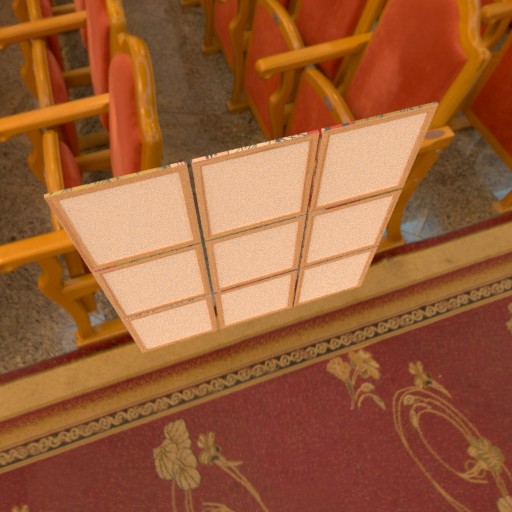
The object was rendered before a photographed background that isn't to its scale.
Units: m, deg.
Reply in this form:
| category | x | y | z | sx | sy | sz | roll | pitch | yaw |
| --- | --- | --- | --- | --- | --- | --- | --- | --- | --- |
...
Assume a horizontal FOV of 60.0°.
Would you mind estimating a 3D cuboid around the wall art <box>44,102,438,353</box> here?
| category | x | y | z | sx | sy | sz | roll | pitch | yaw |
| --- | --- | --- | --- | --- | --- | --- | --- | --- | --- |
| wall art | 0.000 | 0.000 | 1.814 | 1.206 | 1.218 | 0.013 | -16 | 59 | -10 |
